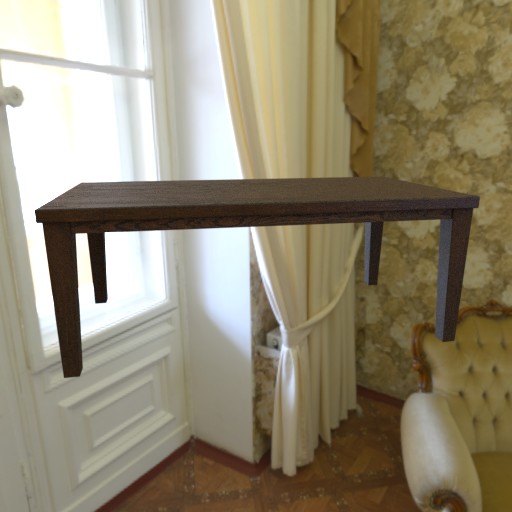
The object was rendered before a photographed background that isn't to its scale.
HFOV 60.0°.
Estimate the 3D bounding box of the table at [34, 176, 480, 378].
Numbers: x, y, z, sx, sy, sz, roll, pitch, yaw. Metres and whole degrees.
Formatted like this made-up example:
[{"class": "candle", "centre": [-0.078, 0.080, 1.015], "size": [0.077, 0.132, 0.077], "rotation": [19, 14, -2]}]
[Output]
[{"class": "table", "centre": [0.000, 0.000, 2.511], "size": [1.981, 0.762, 1.016], "rotation": [-3, 16, -10]}]
